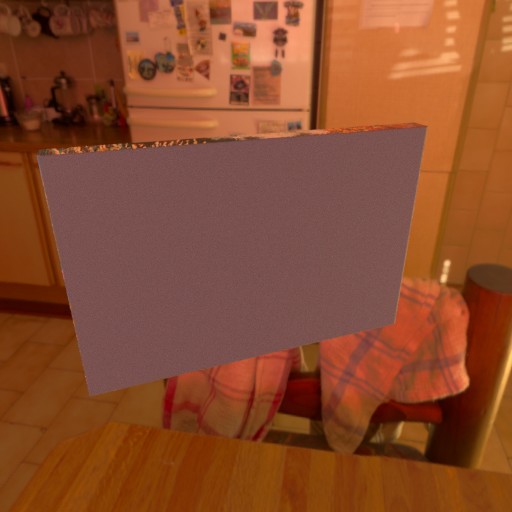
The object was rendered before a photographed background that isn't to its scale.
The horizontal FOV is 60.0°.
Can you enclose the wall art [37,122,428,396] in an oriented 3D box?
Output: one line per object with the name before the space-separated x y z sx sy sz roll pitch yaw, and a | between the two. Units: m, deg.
wall art | 0.000 0.000 0.766 0.610 0.406 0.037 -9 28 -18
